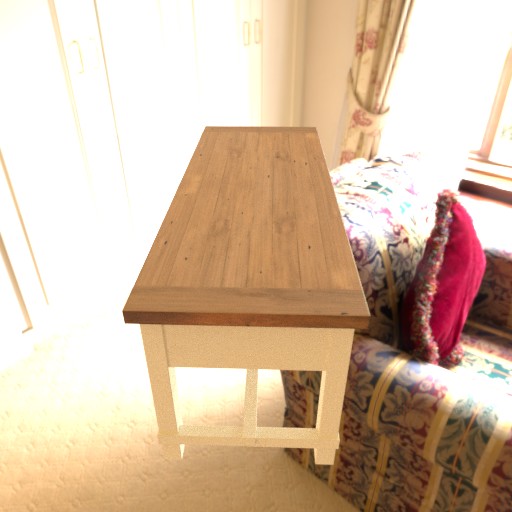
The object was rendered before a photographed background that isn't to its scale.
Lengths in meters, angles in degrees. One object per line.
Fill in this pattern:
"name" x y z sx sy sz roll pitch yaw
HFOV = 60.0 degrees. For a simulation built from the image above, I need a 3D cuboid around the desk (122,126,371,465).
"desk" 0.000 0.000 2.191 0.688 0.762 1.803 1 32 2
